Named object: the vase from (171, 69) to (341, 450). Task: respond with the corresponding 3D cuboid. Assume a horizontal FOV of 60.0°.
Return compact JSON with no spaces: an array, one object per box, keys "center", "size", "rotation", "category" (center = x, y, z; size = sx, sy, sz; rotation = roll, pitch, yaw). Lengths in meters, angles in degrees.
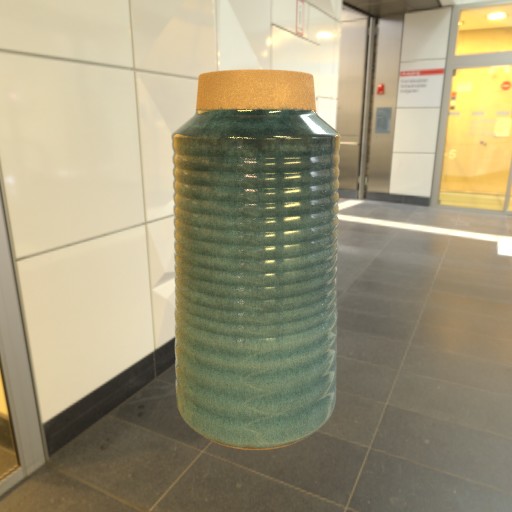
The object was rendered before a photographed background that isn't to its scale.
[{"center":[0.000,0.000,0.418],"size":[0.163,0.316,0.163],"rotation":[0,17,0],"category":"vase"}]
